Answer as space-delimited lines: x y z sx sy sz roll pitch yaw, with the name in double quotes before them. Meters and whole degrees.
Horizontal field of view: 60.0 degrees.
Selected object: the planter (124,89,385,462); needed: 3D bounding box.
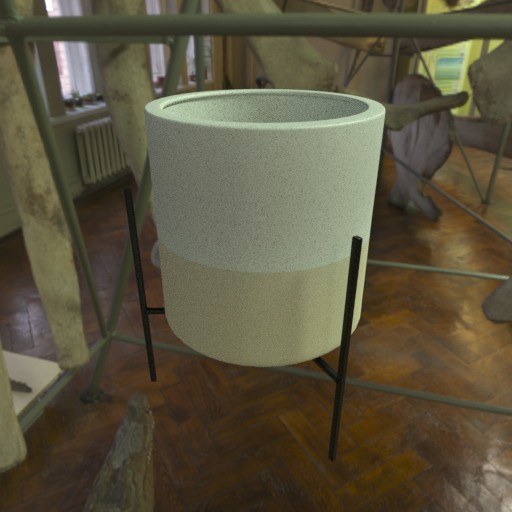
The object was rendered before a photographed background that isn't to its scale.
"planter" 0.000 0.000 0.541 0.263 0.362 0.267 8 28 15
